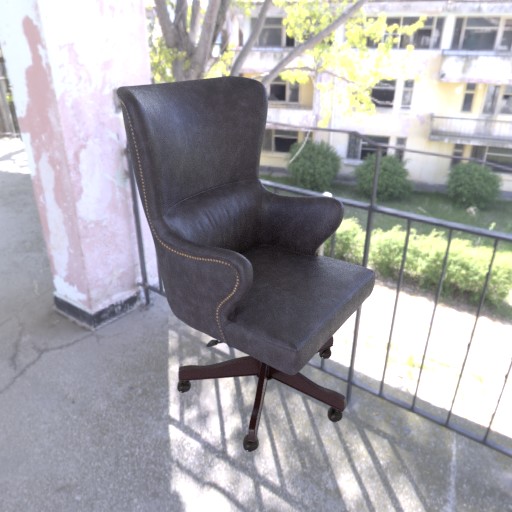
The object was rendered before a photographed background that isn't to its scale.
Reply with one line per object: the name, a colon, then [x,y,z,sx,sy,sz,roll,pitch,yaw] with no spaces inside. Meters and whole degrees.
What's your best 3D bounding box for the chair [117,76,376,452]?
chair: [0.000,0.000,1.440,0.717,1.037,0.594,18,31,32]
